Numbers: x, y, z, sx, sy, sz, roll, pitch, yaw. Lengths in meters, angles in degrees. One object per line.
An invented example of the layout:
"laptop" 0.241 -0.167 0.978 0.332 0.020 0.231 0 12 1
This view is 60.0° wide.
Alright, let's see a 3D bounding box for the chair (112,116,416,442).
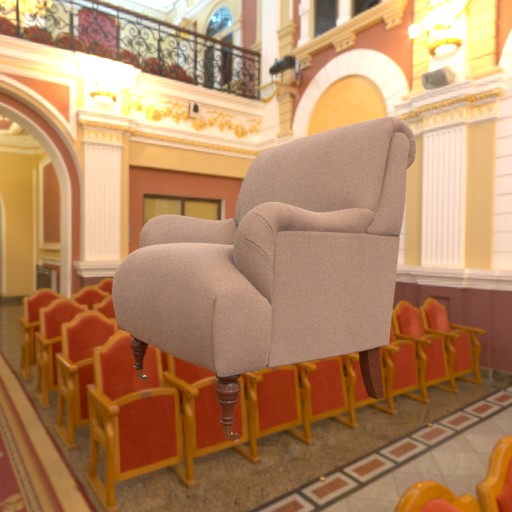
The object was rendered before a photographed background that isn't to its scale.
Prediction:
"chair" 0.000 0.000 1.558 0.842 0.942 0.766 -1 2 -36
